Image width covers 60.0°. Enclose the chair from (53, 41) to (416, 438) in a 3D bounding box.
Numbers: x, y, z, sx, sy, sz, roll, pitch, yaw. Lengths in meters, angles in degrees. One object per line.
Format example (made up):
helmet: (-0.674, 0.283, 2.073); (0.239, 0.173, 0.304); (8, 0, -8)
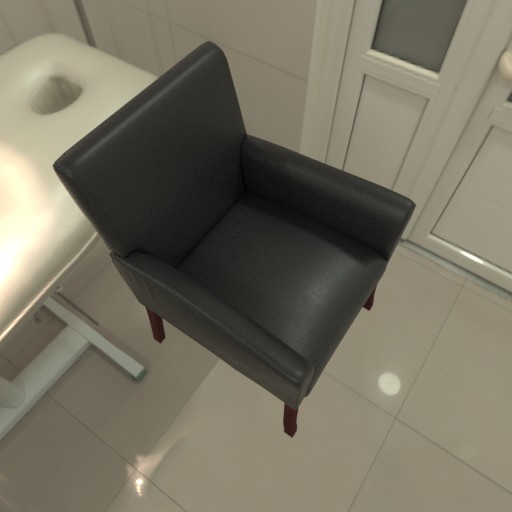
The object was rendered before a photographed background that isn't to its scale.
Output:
chair: (0.000, 0.000, 1.472); (0.772, 0.951, 0.683); (30, 63, 17)
